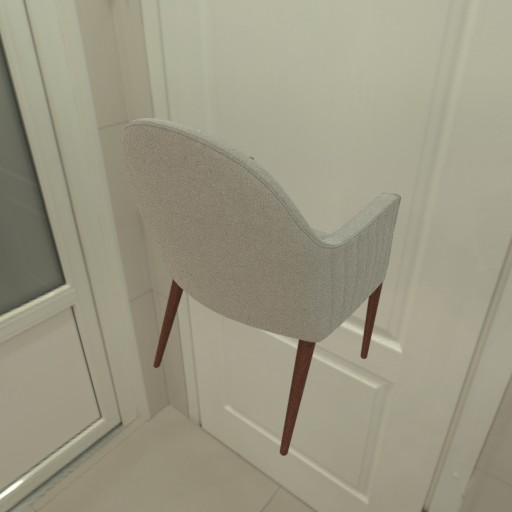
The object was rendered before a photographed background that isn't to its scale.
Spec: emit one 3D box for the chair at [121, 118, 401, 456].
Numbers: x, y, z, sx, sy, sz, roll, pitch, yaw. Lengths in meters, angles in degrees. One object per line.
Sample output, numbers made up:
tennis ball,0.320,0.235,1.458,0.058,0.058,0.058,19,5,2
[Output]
chair,0.000,0.000,1.300,0.610,0.889,0.620,22,37,32
